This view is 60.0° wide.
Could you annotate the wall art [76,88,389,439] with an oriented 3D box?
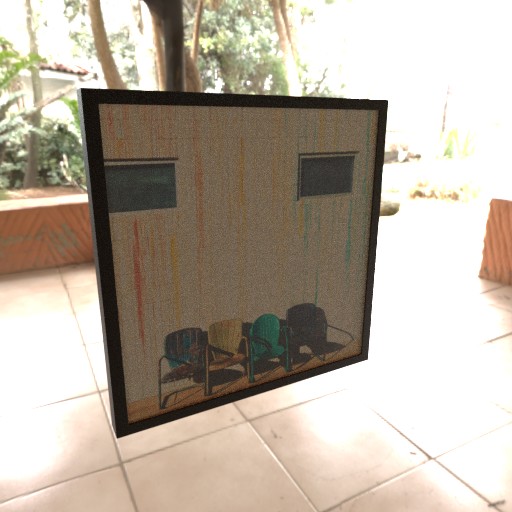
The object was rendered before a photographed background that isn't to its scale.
[{"bbox_3d":[0.000,0.000,0.742,0.506,0.506,0.037,-9,18,-27],"label":"wall art"}]
